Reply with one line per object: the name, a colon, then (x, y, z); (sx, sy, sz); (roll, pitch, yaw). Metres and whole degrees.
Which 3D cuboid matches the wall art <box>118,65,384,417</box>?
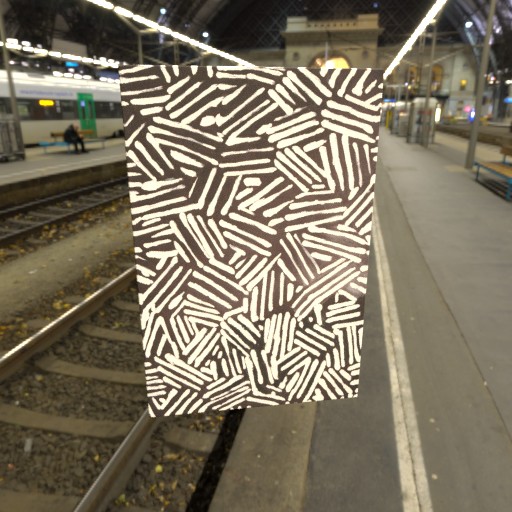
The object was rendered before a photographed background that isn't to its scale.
wall art: (0.000, 0.000, 1.168); (0.615, 0.918, 0.035); (-3, 18, -8)
